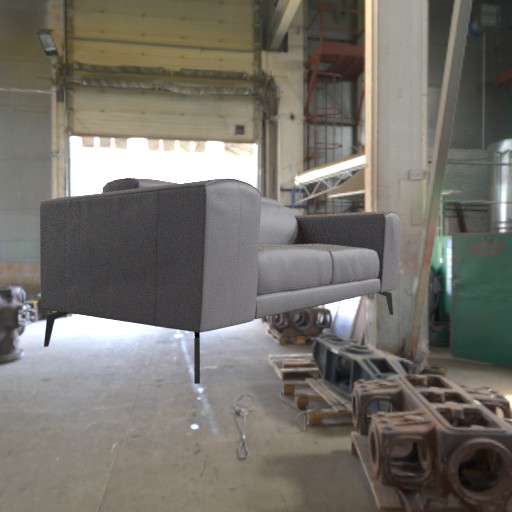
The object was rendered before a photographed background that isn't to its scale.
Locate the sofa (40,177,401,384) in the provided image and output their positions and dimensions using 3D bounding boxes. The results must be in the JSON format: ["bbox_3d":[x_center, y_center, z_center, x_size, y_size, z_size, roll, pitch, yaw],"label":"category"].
[{"bbox_3d":[0.000,0.000,2.397,1.003,0.779,1.895,1,1,36],"label":"sofa"}]
